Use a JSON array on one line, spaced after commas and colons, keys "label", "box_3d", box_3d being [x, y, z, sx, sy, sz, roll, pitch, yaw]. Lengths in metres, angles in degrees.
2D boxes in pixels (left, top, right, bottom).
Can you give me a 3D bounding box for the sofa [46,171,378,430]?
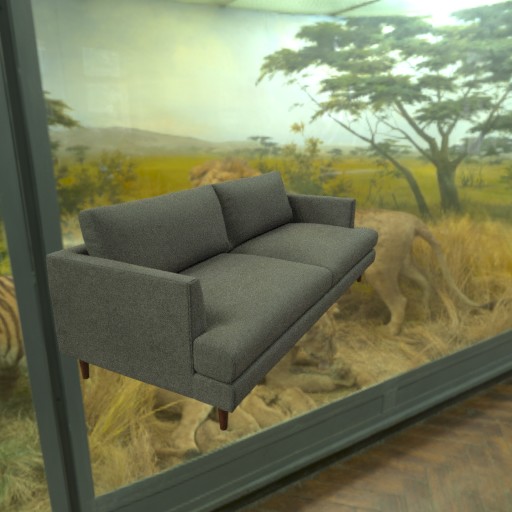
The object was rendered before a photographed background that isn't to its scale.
[{"label": "sofa", "box_3d": [0.000, 0.000, 2.805, 1.020, 0.868, 2.250, 9, 19, 27]}]
